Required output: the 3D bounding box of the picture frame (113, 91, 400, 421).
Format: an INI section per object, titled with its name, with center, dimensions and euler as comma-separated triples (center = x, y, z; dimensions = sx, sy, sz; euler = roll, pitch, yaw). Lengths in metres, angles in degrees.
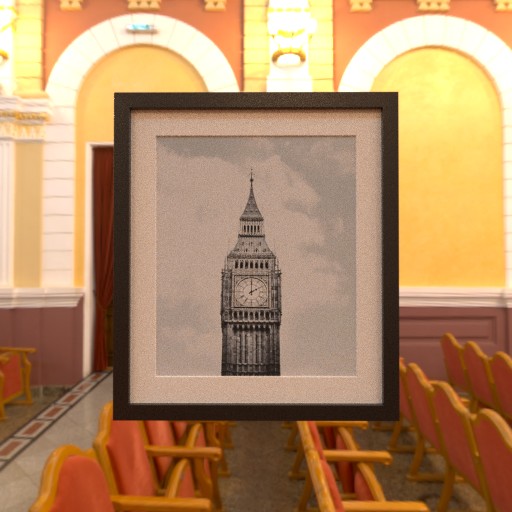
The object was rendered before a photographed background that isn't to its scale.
[picture frame]
center = 0.000, 0.000, 0.526
dimensions = 0.328, 0.378, 0.034
euler = 0, -1, 0
